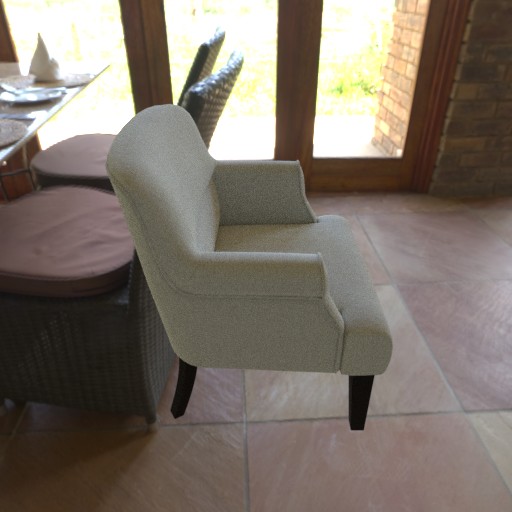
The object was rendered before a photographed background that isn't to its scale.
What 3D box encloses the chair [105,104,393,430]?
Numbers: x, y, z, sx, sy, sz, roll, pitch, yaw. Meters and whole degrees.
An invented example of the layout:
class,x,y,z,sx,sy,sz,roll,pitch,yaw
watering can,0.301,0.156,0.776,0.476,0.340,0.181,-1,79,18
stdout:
class,x,y,z,sx,sy,sz,roll,pitch,yaw
chair,0.000,0.000,1.458,0.750,0.875,0.781,0,32,0
